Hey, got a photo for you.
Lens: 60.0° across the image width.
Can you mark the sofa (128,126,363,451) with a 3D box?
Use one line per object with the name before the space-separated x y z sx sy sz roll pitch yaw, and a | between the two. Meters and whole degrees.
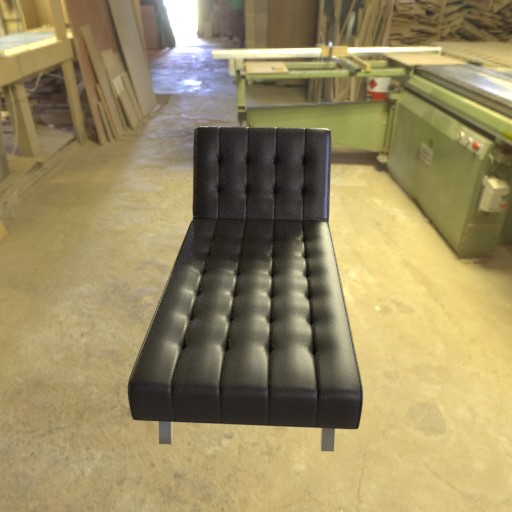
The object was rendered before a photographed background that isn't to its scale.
sofa | 0.000 0.000 2.012 0.760 0.820 1.560 1 31 2
